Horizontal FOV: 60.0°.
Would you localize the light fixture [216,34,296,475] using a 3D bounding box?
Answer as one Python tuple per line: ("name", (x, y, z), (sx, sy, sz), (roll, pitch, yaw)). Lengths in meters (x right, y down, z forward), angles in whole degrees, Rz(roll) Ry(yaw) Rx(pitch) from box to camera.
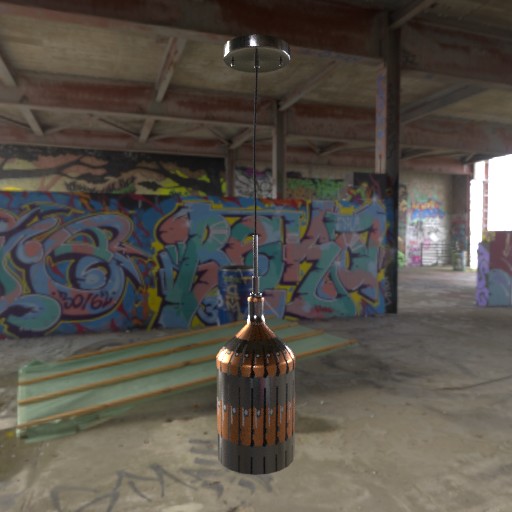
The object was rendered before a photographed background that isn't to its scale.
("light fixture", (0.000, 0.000, 1.682), (0.303, 1.535, 0.303), (0, 2, 0))
